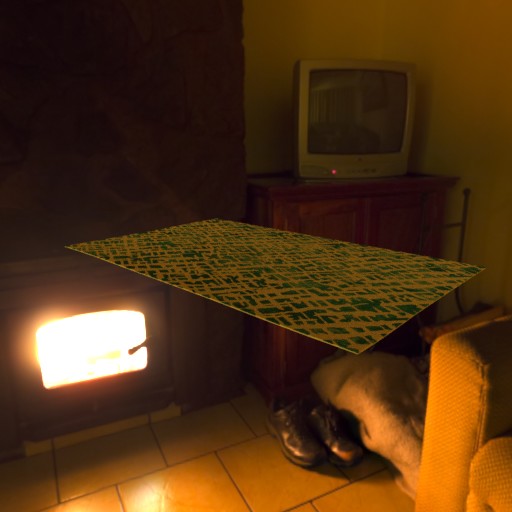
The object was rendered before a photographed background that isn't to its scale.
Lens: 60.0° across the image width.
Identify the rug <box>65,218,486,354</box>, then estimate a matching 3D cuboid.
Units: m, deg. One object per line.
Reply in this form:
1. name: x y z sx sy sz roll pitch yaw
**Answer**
1. rug: 0.000 0.000 2.988 2.447 0.011 1.520 14 20 41
